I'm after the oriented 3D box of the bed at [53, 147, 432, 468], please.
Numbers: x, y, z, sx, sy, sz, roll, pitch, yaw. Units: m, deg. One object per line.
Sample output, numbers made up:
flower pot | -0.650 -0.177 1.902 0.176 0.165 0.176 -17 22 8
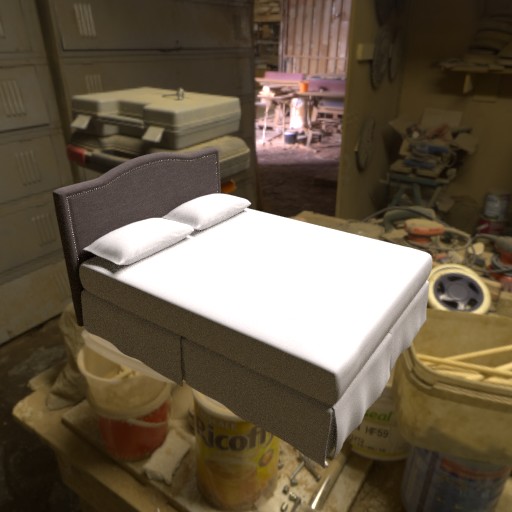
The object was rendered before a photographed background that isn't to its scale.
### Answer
bed | 0.000 0.000 3.955 2.689 1.457 2.161 17 31 31
